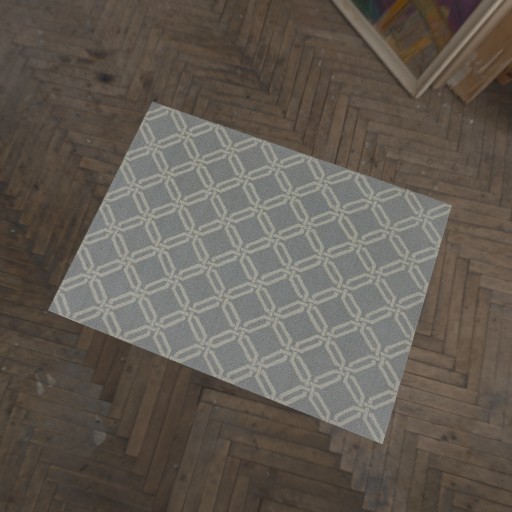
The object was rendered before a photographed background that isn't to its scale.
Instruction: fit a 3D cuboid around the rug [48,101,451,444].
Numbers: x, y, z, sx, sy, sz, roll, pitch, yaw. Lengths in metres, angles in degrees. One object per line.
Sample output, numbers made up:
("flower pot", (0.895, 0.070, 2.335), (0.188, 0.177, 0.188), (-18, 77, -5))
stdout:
("rug", (0.000, 0.000, 4.401), (3.353, 0.013, 2.438), (20, 76, 5))
